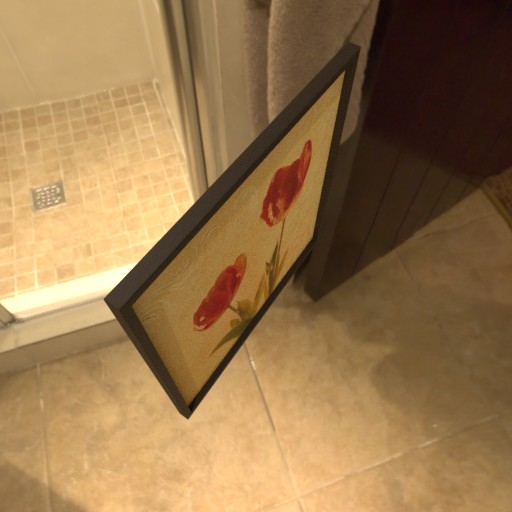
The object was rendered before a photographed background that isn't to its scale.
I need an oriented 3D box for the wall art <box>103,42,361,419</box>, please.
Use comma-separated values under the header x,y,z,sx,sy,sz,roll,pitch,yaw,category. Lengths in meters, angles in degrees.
x,y,z,sx,sy,sz,roll,pitch,yaw,category
0.000,0.000,1.200,0.043,0.807,0.805,30,63,17,wall art
